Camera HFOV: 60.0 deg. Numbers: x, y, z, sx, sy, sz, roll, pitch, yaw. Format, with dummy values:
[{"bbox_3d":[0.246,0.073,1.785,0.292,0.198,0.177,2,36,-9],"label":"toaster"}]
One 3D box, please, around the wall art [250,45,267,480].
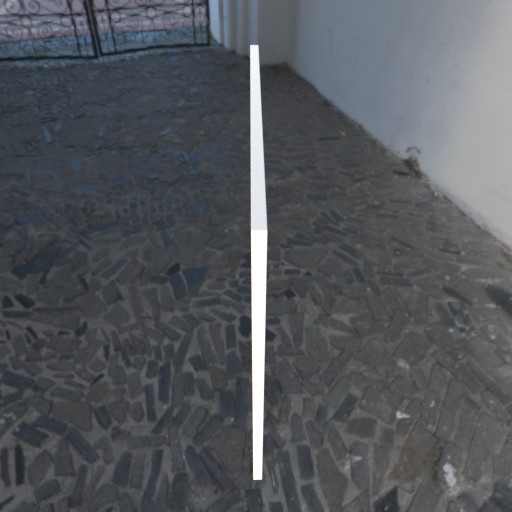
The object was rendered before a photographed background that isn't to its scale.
[{"bbox_3d":[0.000,0.000,0.659,0.012,0.457,0.457,0,42,0],"label":"wall art"}]
